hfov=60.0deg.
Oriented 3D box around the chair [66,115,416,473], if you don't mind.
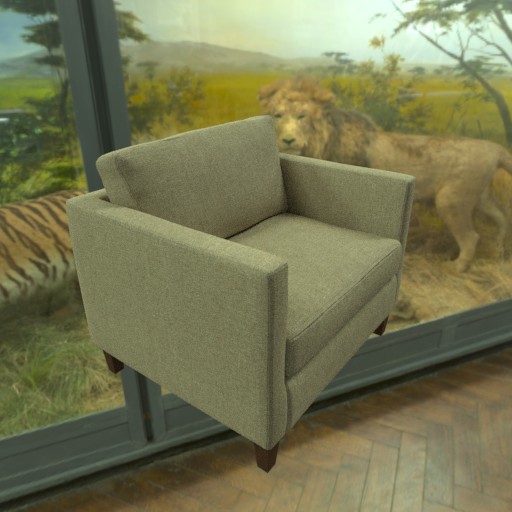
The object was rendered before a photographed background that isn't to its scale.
[{"bbox_3d":[0.000,0.000,1.850,0.959,0.987,1.107,18,32,33],"label":"chair"}]
